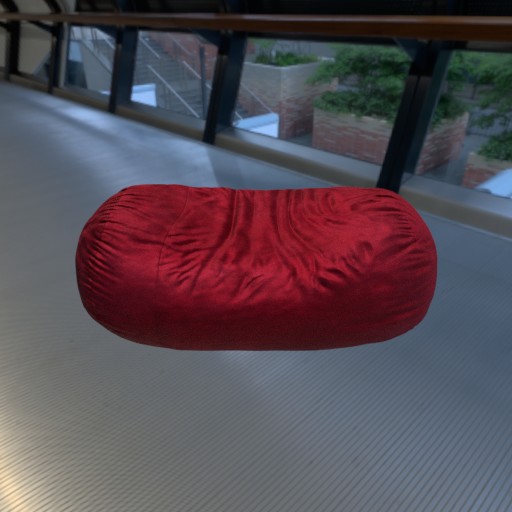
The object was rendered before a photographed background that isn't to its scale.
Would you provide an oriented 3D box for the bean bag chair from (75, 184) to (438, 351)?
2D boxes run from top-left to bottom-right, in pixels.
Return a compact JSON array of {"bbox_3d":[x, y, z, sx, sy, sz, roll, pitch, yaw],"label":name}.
[{"bbox_3d":[0.000,0.000,2.929,2.293,0.867,1.216,1,30,1],"label":"bean bag chair"}]
